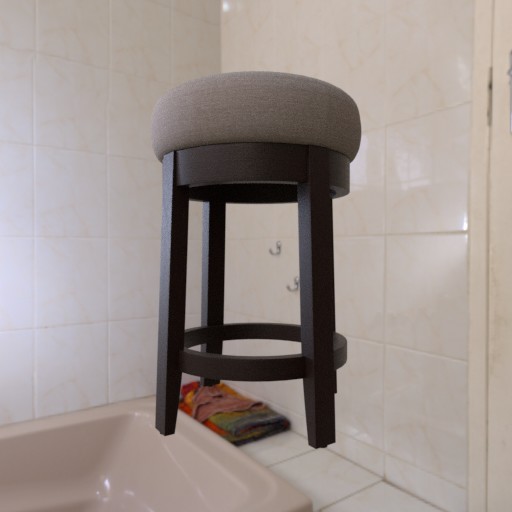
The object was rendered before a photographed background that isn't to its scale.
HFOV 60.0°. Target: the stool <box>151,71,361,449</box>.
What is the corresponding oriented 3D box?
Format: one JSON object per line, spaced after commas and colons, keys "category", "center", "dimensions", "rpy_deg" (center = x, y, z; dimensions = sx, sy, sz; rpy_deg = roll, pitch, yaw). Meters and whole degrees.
{"category": "stool", "center": [0.000, 0.000, 0.960], "dimensions": [0.443, 0.672, 0.443], "rpy_deg": [0, 1, 0]}
